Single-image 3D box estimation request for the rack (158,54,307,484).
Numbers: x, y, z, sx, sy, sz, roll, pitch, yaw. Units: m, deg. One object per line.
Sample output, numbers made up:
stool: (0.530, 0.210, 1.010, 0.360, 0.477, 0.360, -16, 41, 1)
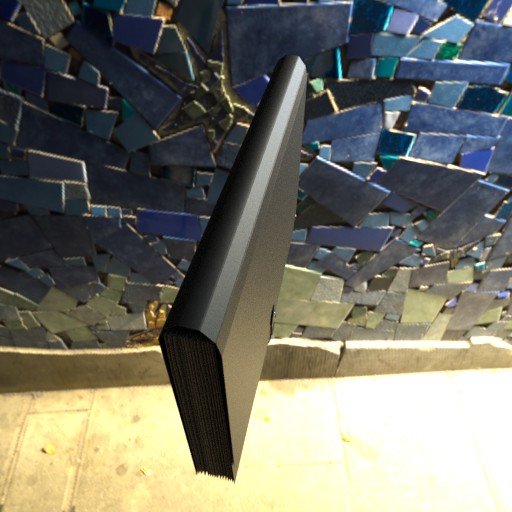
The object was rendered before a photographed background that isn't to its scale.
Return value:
rack: (0.000, 0.000, 0.418, 0.041, 0.241, 0.330, 9, 47, 8)
